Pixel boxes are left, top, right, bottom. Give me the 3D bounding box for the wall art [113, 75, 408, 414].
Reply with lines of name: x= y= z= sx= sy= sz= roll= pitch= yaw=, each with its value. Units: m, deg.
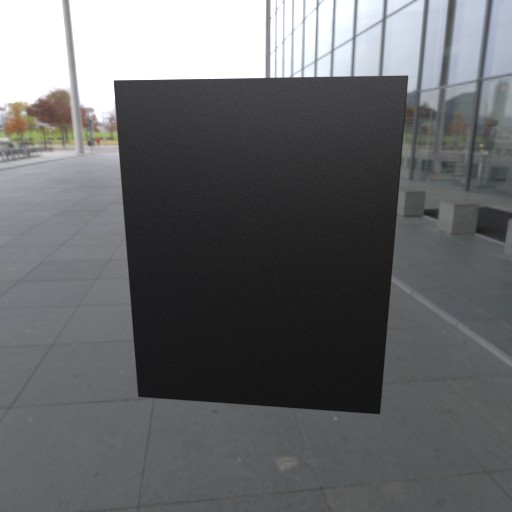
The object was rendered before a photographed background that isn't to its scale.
wall art: x=0.000 y=0.000 z=1.597 sx=0.950 sy=1.194 sz=0.053 roll=2 pitch=15 yaw=7
